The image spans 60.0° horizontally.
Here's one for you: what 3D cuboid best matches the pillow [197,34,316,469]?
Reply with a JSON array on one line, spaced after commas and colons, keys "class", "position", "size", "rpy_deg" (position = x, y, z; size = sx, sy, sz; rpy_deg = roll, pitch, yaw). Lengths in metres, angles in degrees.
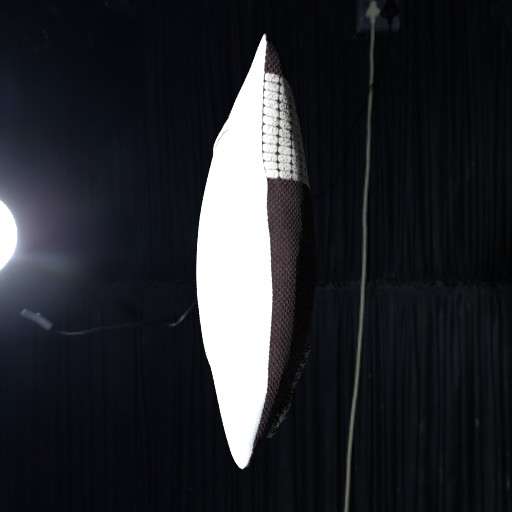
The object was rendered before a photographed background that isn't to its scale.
[{"class": "pillow", "position": [0.000, 0.000, 0.702], "size": [0.178, 0.473, 0.475], "rpy_deg": [0, 0, -1]}]
